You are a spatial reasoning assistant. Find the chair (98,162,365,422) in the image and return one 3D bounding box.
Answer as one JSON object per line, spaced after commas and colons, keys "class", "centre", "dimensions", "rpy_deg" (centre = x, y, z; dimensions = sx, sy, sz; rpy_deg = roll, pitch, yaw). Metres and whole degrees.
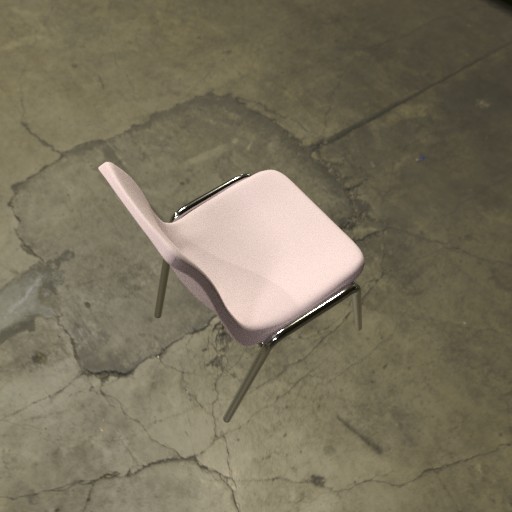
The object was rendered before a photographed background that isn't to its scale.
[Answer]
{"class": "chair", "centre": [0.000, 0.000, 0.929], "dimensions": [0.436, 0.653, 0.381], "rpy_deg": [-32, 63, -18]}
